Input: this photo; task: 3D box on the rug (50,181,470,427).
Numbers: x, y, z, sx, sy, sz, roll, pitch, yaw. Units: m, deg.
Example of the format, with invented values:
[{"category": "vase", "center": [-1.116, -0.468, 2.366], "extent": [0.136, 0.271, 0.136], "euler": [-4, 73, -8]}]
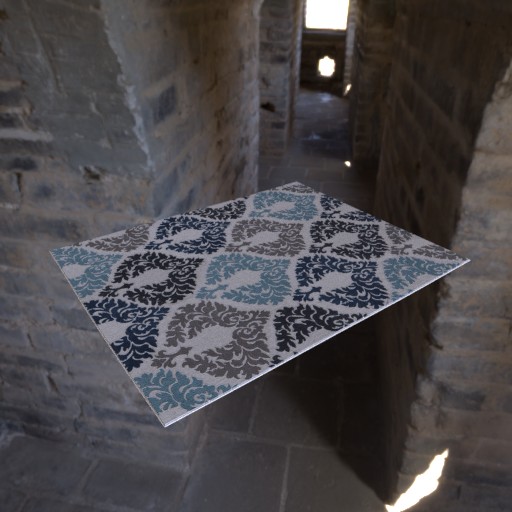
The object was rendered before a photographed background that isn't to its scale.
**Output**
[{"category": "rug", "center": [0.000, 0.000, 4.063], "extent": [3.040, 0.014, 2.423], "euler": [-20, 36, -31]}]
